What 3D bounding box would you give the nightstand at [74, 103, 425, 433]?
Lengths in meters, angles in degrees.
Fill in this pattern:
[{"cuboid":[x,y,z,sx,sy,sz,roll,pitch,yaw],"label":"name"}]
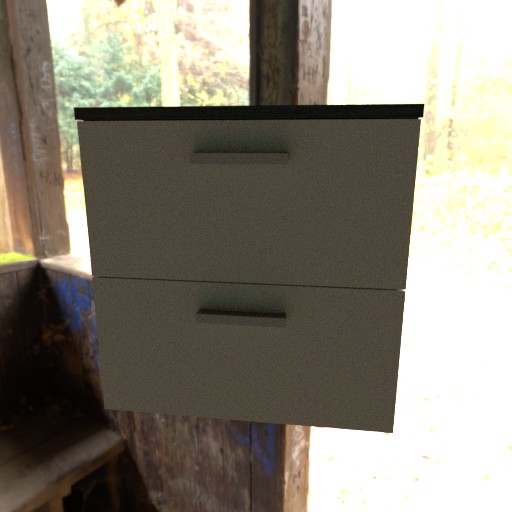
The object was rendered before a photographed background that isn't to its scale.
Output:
[{"cuboid":[0.000,0.000,0.748,0.441,0.460,0.325,2,15,8],"label":"nightstand"}]
